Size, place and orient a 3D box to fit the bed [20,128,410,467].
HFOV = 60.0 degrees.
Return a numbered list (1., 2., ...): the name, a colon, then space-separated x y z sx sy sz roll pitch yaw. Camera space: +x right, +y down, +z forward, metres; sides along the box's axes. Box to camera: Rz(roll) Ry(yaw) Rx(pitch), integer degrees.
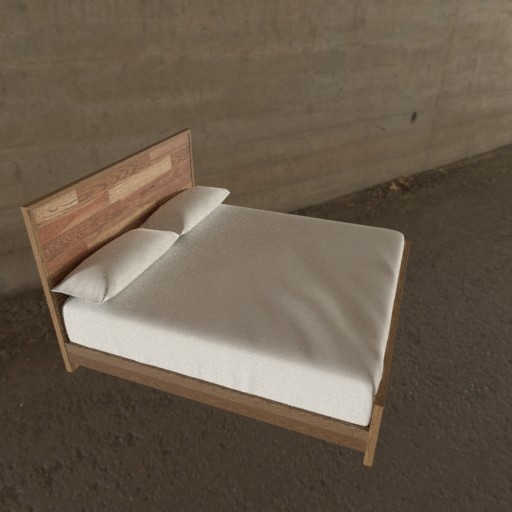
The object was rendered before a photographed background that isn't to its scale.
1. bed: 0.000 0.000 3.391 2.184 1.295 2.013 11 31 18
